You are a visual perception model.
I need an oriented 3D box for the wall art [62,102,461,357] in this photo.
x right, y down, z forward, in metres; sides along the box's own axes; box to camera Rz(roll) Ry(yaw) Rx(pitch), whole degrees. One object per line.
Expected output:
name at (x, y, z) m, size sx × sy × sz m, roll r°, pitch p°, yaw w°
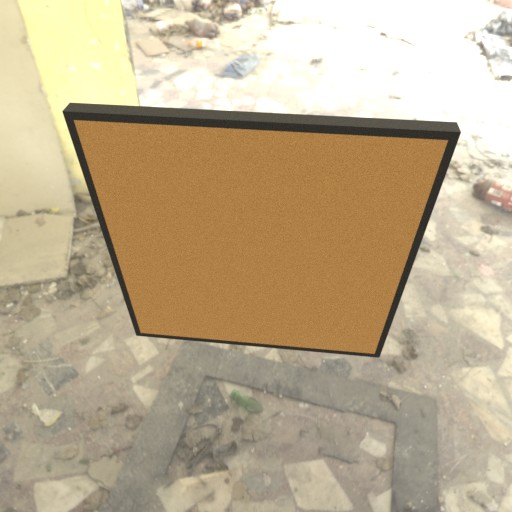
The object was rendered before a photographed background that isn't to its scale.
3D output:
wall art at (0.000, 0.000, 1.126) m, size 0.763 × 0.763 × 0.038 m, roll 4°, pitch 45°, yaw 4°
